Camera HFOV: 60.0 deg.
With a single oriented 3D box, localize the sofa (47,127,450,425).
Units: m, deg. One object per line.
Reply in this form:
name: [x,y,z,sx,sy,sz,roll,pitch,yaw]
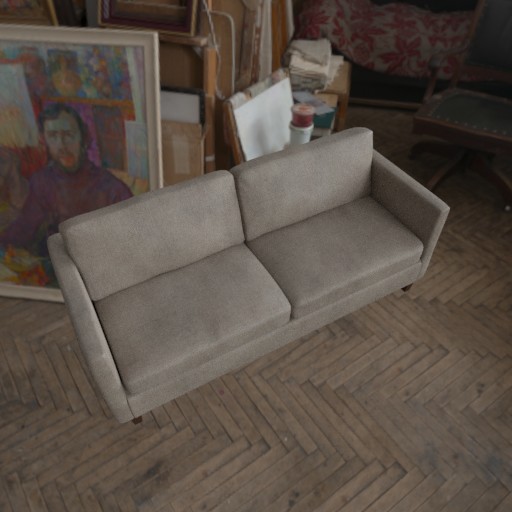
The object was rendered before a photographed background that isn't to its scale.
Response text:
sofa: [0.000,0.000,2.757,2.208,0.965,0.951,-22,50,-20]
